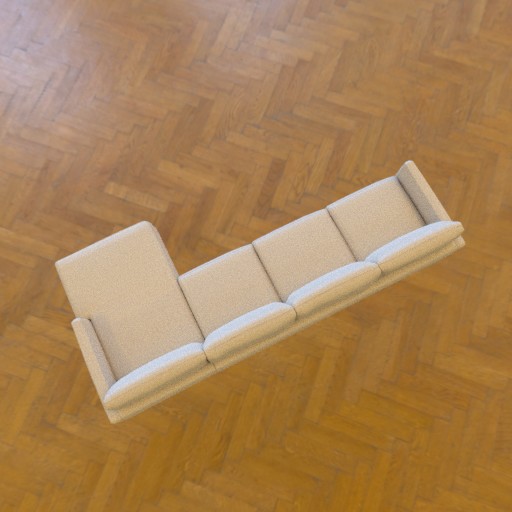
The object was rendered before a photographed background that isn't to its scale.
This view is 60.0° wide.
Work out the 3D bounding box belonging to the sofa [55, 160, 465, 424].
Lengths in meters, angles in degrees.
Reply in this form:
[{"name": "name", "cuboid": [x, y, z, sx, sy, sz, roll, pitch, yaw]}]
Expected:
[{"name": "sofa", "cuboid": [0.000, 0.000, 3.269, 2.731, 0.755, 1.258, -26, 77, -6]}]
